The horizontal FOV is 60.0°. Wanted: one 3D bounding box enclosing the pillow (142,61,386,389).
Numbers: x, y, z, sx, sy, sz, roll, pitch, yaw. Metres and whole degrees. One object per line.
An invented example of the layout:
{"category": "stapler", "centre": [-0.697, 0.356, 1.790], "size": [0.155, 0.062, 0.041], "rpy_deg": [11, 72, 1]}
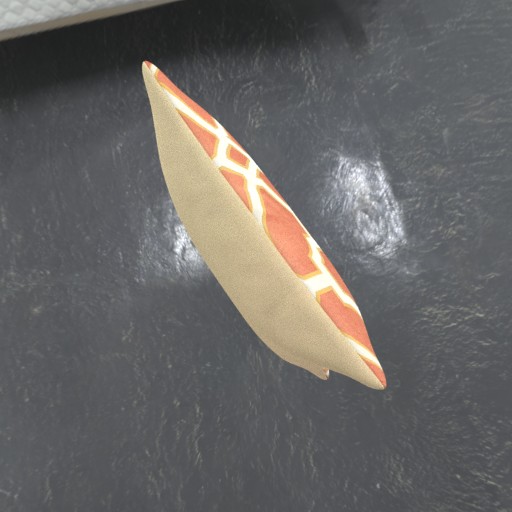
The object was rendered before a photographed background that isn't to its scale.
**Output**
{"category": "pillow", "centre": [0.000, 0.000, 0.824], "size": [0.166, 0.508, 0.552], "rpy_deg": [-34, 78, -8]}
